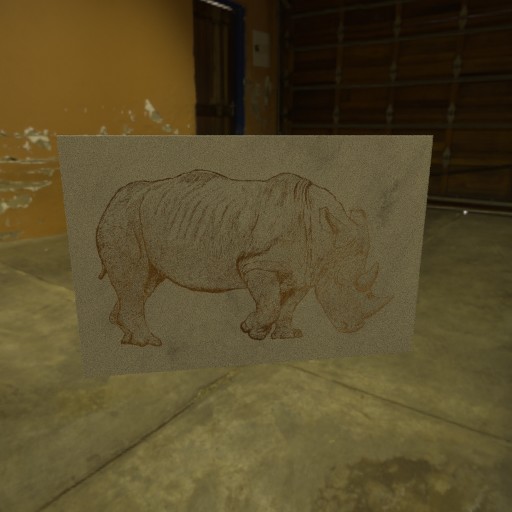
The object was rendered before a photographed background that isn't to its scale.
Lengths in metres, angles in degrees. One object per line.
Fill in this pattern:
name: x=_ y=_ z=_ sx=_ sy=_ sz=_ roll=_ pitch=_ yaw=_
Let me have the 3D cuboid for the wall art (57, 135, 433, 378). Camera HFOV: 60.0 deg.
wall art: x=0.000 y=0.000 z=1.166 sx=0.915 sy=0.610 sz=0.038 roll=-2 pitch=15 yaw=-9
